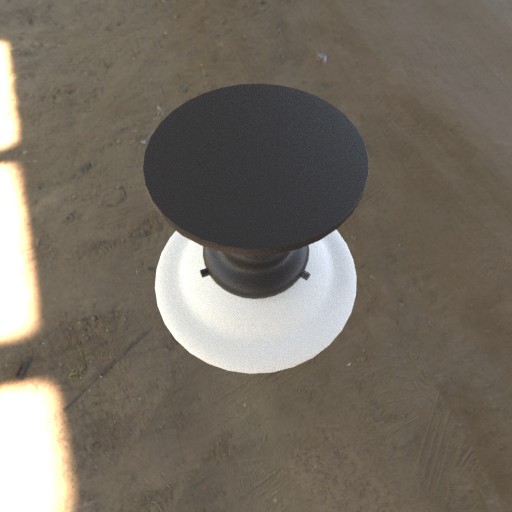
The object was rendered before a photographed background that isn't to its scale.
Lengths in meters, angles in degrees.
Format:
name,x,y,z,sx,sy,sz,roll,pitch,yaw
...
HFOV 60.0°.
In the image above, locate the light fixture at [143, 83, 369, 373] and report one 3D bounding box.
name,x,y,z,sx,sy,sz,roll,pitch,yaw
light fixture,0.000,0.000,0.405,0.197,0.254,0.197,0,58,0
